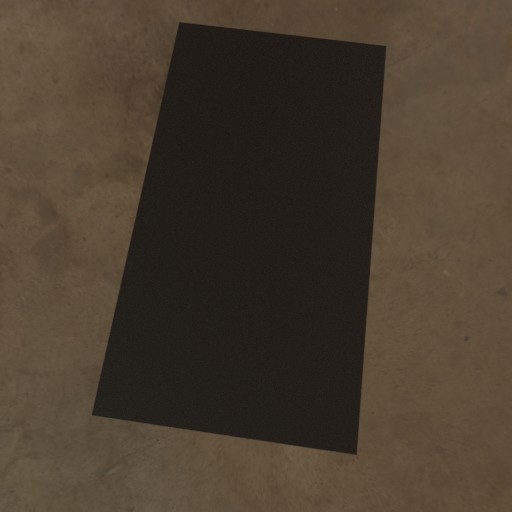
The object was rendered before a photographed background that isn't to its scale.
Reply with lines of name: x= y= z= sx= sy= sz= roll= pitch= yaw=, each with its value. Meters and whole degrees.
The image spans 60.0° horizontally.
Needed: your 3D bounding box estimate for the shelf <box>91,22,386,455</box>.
shelf: x=0.000 y=0.000 z=1.299 sx=0.498 sy=0.749 sz=0.902 roll=8 pitch=75 yaw=2
